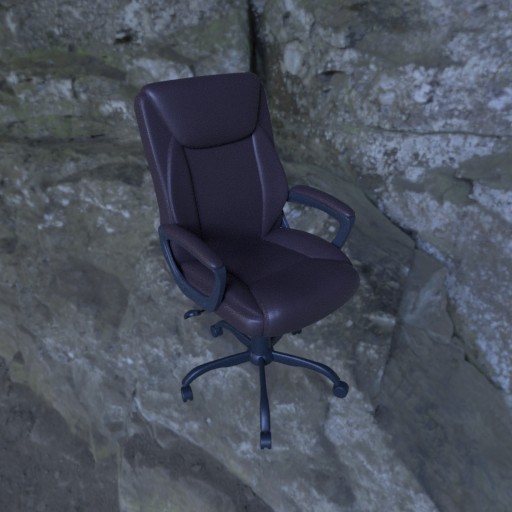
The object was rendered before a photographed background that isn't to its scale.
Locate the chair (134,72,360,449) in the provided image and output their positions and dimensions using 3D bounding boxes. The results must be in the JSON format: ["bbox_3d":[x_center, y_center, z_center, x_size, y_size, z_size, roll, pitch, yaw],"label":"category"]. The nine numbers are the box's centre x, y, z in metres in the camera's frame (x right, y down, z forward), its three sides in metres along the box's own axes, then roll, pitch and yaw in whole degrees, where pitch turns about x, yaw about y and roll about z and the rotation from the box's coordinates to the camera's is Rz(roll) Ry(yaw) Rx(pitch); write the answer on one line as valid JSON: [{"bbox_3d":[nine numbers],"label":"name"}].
[{"bbox_3d":[0.000,0.000,1.488,0.615,1.072,0.655,-21,37,-32],"label":"chair"}]
